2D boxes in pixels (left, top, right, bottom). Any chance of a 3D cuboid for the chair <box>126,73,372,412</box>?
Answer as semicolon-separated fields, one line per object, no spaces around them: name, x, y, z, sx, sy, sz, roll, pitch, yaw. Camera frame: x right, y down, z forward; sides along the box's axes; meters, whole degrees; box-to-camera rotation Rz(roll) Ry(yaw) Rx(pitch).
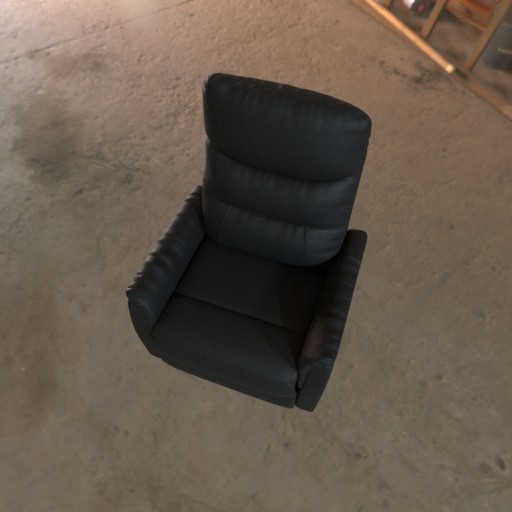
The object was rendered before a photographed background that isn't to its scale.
chair;0.000;0.000;1.677;0.775;1.082;0.831;17;60;10
